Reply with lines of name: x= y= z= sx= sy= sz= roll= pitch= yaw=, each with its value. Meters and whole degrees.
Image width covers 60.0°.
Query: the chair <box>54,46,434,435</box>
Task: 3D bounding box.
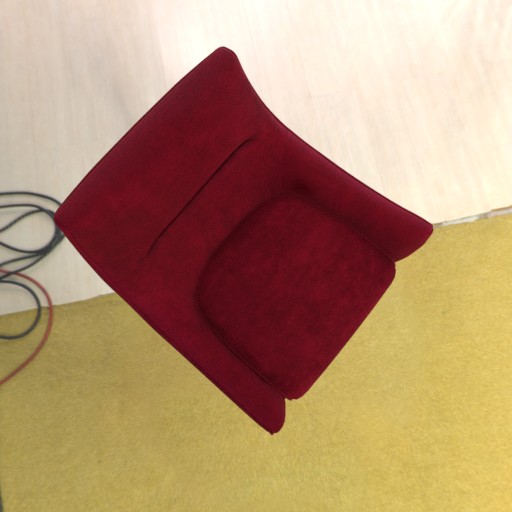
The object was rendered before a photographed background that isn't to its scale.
chair: x=0.000 y=0.000 z=1.427 sx=0.787 sy=0.838 sz=0.762 roll=39 pitch=80 yaw=8
